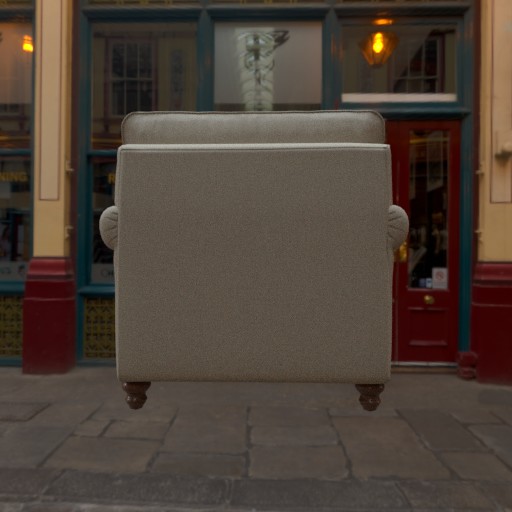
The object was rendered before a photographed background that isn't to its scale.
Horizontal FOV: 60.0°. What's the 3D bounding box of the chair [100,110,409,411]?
[{"bbox_3d":[0.000,0.000,1.786,1.029,0.967,0.966,0,-1,1],"label":"chair"}]
